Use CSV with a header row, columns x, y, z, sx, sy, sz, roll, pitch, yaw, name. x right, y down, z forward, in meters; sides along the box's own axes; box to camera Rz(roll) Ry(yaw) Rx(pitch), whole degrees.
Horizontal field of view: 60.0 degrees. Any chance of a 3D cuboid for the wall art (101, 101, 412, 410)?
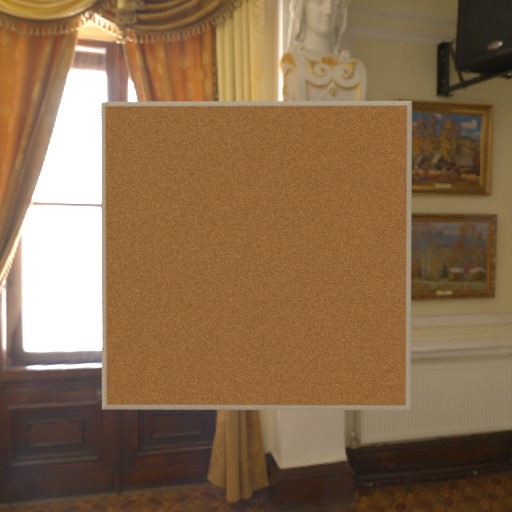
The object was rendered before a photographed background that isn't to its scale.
x,y,z,sx,sy,sz,roll,pitch,yaw,name
0.000,0.000,0.456,0.305,0.304,0.038,0,1,0,wall art
